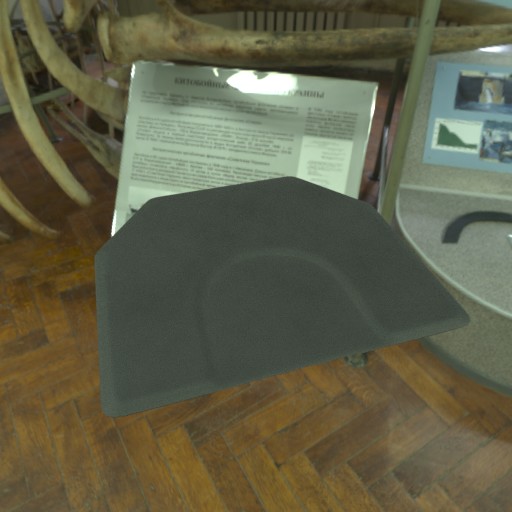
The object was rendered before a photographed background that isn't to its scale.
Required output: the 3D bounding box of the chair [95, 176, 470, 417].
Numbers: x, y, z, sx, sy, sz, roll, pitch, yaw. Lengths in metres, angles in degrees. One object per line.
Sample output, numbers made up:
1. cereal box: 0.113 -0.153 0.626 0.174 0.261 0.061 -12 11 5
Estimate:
1. chair: 0.000 0.000 1.961 1.372 0.024 1.219 -11 42 -13
